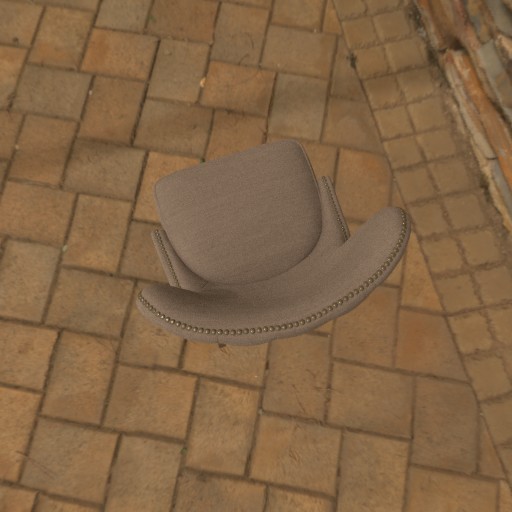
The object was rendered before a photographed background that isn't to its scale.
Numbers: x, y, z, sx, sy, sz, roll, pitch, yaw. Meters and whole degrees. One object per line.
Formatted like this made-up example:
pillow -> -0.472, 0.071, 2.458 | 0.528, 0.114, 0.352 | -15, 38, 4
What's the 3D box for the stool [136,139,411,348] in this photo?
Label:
stool -> 0.000, 0.000, 1.393 | 0.615, 0.972, 0.597 | -18, 76, -5
